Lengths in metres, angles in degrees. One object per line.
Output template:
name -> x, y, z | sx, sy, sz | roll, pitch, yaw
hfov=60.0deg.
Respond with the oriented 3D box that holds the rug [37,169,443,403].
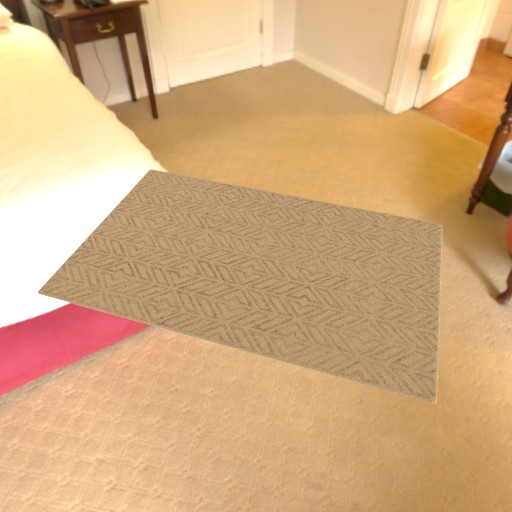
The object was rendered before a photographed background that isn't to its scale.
rug -> 0.000, 0.000, 3.063 | 2.438, 0.008, 1.523 | 13, 45, 13
